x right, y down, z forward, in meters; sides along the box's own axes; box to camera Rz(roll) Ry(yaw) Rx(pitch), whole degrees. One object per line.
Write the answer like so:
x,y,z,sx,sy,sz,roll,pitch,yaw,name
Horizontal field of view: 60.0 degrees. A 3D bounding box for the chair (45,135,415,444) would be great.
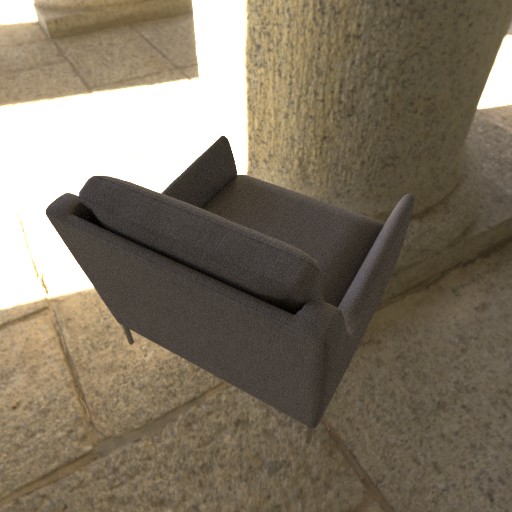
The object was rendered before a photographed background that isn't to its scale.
0.000,0.000,1.524,0.847,0.828,0.849,23,50,21,chair
